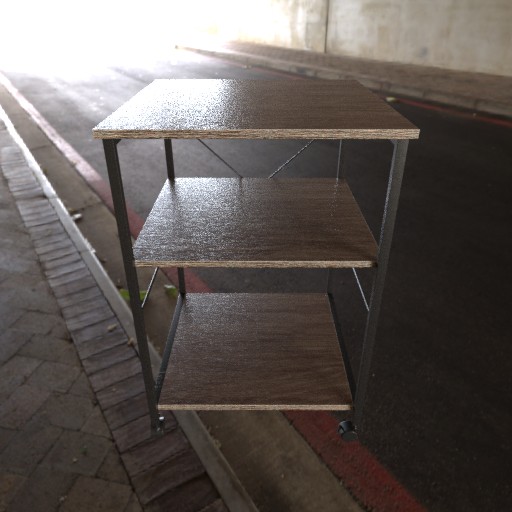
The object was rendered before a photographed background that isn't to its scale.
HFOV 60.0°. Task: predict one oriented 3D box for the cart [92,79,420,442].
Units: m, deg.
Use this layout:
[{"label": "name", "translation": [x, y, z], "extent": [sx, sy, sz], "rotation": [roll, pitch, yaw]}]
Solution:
[{"label": "cart", "translation": [0.000, 0.000, 1.118], "extent": [0.521, 0.762, 0.520], "rotation": [0, 30, 0]}]
